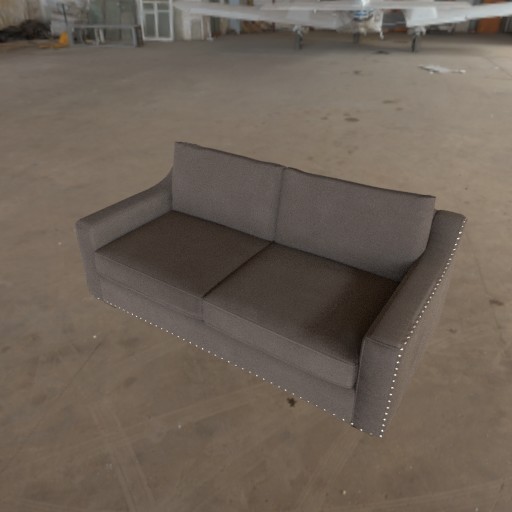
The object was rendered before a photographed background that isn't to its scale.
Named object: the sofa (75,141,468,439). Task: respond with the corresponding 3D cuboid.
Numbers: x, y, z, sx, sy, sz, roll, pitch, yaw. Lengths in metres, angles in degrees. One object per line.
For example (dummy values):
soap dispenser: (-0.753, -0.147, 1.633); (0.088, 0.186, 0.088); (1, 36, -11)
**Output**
sofa: (0.000, 0.000, 3.309); (2.550, 1.196, 1.336); (19, 36, 28)
